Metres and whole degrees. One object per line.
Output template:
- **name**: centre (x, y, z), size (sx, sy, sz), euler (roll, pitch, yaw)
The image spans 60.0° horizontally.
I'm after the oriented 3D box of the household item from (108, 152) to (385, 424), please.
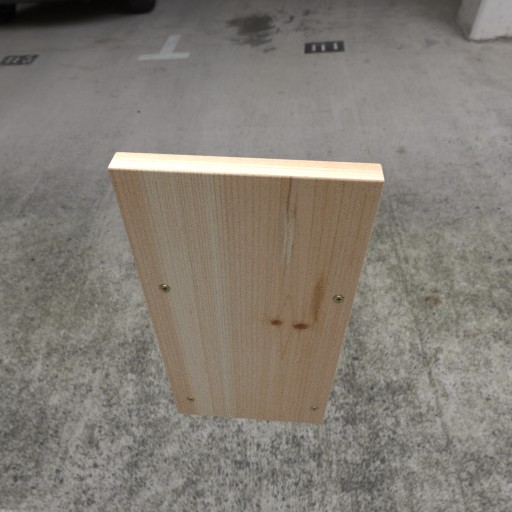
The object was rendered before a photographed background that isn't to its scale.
- **household item**: centre (0.000, 0.000, 0.399), size (0.149, 0.300, 0.171), euler (3, 46, 3)
